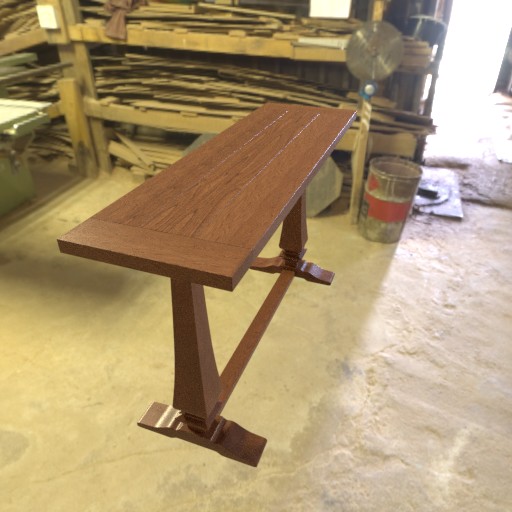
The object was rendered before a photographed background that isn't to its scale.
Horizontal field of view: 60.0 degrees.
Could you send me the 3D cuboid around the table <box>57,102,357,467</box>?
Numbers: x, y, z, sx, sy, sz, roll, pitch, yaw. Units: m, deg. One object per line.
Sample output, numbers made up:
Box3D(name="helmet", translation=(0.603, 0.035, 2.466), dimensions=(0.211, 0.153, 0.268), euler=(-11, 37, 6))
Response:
Box3D(name="table", translation=(0.000, 0.000, 1.785), dimensions=(0.461, 0.852, 1.478), euler=(11, 33, 18))
